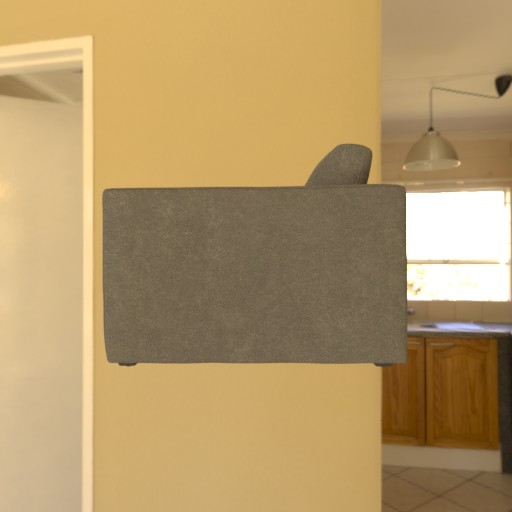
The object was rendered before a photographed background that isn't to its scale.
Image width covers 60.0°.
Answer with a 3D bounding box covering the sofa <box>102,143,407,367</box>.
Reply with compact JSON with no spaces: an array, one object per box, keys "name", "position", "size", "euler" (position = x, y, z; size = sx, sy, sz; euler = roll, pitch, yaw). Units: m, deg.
[{"name":"sofa","position":[0.000,0.000,2.667],"size":[1.092,0.838,2.257],"euler":[0,-1,1]}]
